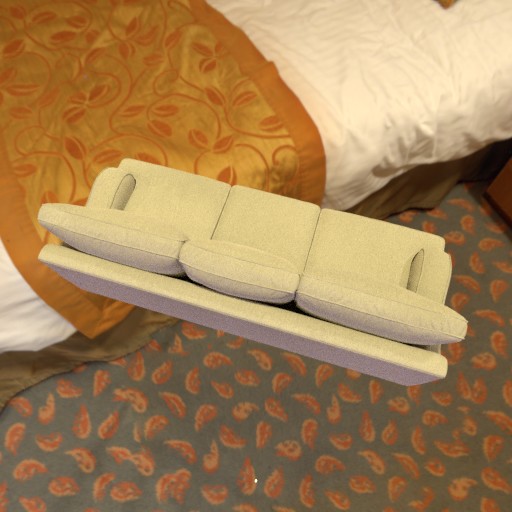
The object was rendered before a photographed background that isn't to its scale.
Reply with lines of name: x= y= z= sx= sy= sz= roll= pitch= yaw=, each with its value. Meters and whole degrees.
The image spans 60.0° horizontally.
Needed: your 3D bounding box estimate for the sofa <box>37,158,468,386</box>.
sofa: x=0.000 y=0.000 z=2.808 sx=2.323 sy=0.991 sz=1.016 roll=15 pitch=64 yaw=8
